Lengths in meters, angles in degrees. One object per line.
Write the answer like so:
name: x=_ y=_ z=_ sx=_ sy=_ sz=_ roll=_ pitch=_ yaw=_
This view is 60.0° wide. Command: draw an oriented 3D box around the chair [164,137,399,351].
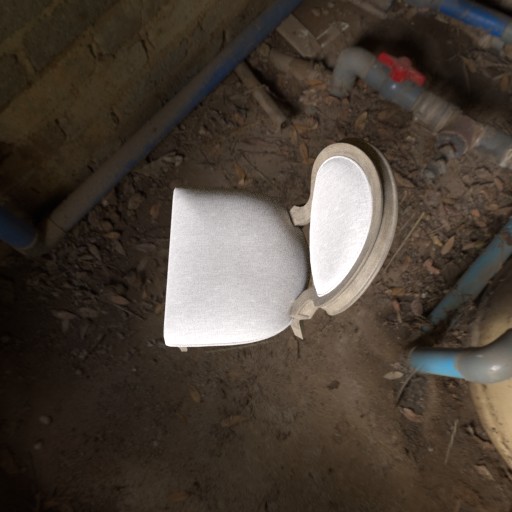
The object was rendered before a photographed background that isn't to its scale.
chair: x=0.000 y=0.000 z=1.405 sx=0.602 sy=0.990 sz=0.558 roll=1 pitch=74 yaw=0
